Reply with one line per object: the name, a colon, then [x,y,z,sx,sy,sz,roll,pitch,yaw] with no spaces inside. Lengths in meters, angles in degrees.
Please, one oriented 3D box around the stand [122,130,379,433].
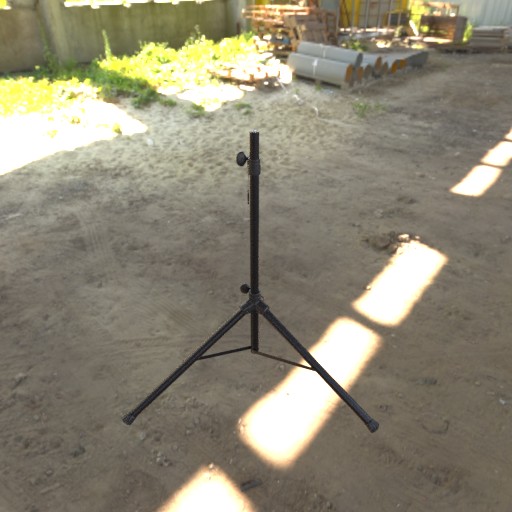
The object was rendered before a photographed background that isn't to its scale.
stand: [0.000,0.000,1.879,1.045,1.136,0.907,2,31,3]
